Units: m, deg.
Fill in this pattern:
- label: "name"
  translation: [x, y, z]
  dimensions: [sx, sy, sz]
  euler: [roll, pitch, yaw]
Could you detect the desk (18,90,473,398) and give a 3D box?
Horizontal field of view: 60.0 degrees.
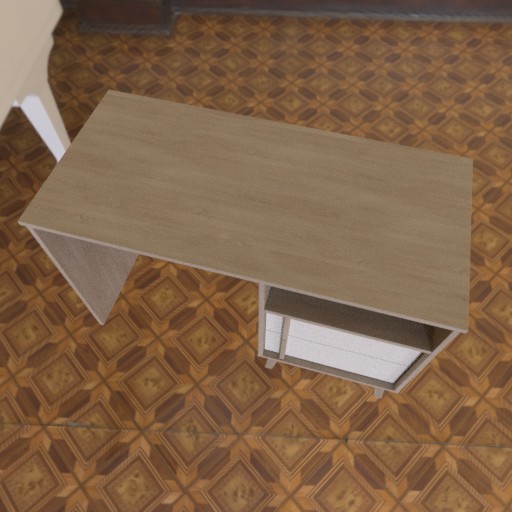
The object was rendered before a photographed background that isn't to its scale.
- label: "desk"
  translation: [0.000, 0.000, 1.658]
  dimensions: [1.251, 0.770, 0.600]
  euler: [13, 59, 8]
